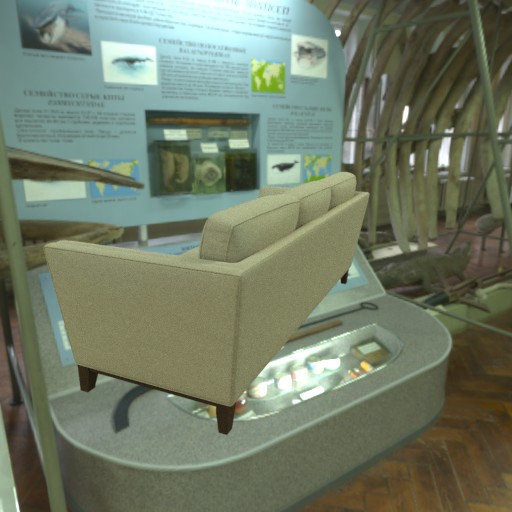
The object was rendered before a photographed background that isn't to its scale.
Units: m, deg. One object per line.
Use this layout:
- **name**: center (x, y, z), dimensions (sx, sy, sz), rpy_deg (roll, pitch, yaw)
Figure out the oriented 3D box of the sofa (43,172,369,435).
- **sofa**: center (0.000, 0.000, 2.851), dimensions (0.965, 0.940, 2.388), rpy_deg (7, 17, 23)
